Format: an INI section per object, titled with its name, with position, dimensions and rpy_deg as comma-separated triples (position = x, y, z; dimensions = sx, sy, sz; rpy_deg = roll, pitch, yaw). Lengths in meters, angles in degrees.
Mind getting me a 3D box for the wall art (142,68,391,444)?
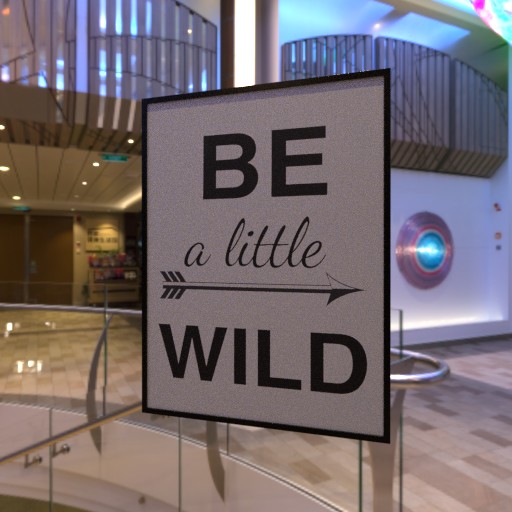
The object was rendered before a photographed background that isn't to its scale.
[wall art]
position = 0.000, 0.000, 0.760
dimensions = 0.442, 0.582, 0.013
rpy_deg = 0, 0, 18
